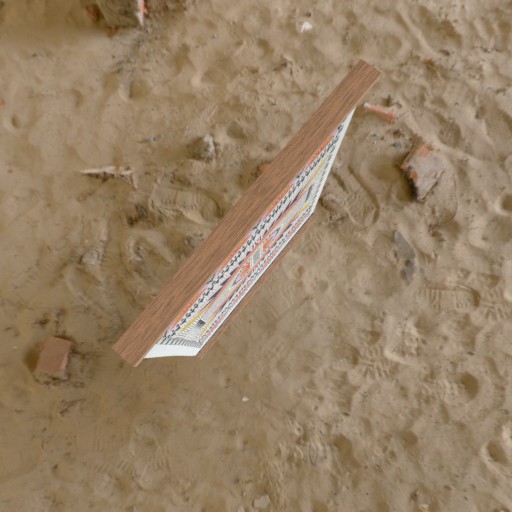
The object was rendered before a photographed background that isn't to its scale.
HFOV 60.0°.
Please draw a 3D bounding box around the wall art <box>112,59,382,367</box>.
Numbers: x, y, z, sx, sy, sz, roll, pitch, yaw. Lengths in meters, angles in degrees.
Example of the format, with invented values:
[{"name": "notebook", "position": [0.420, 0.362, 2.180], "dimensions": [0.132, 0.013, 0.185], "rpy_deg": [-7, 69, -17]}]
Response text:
[{"name": "wall art", "position": [0.000, 0.000, 0.708], "dimensions": [0.028, 0.527, 0.403], "rpy_deg": [38, 80, 8]}]
